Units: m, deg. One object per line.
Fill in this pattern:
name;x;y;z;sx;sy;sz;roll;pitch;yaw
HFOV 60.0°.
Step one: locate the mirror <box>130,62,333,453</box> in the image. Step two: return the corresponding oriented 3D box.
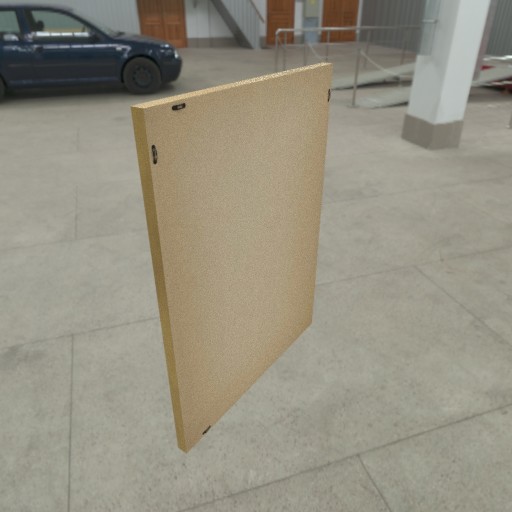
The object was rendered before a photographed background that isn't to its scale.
mirror;0.000;0.000;1.358;0.041;1.016;0.762;20;36;30
